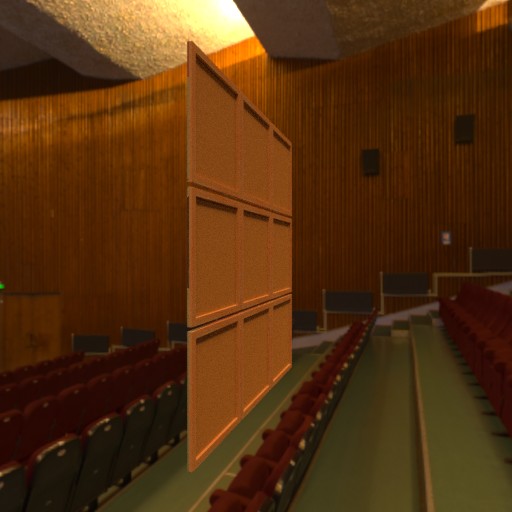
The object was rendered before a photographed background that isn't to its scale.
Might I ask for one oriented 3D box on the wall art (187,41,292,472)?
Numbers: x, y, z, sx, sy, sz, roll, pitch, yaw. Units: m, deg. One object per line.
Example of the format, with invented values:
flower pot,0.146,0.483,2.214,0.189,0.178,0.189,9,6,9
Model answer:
wall art,0.000,0.000,1.369,0.012,0.910,0.911,0,0,18
